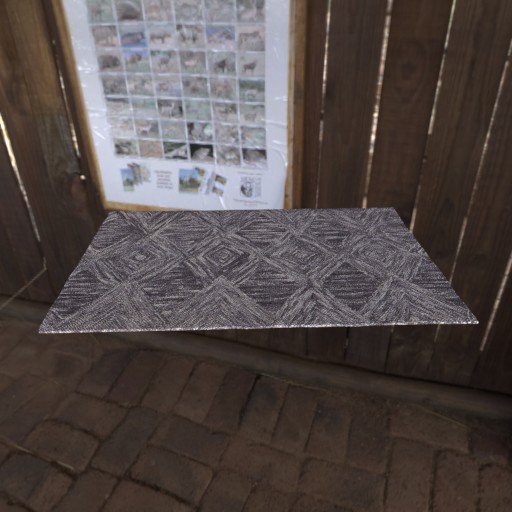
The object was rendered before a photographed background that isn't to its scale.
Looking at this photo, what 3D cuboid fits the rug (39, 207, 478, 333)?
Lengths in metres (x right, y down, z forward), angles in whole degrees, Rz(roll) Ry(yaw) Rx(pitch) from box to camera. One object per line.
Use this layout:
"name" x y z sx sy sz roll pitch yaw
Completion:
"rug" 0.000 0.000 2.322 1.814 0.012 1.186 -1 30 -2
